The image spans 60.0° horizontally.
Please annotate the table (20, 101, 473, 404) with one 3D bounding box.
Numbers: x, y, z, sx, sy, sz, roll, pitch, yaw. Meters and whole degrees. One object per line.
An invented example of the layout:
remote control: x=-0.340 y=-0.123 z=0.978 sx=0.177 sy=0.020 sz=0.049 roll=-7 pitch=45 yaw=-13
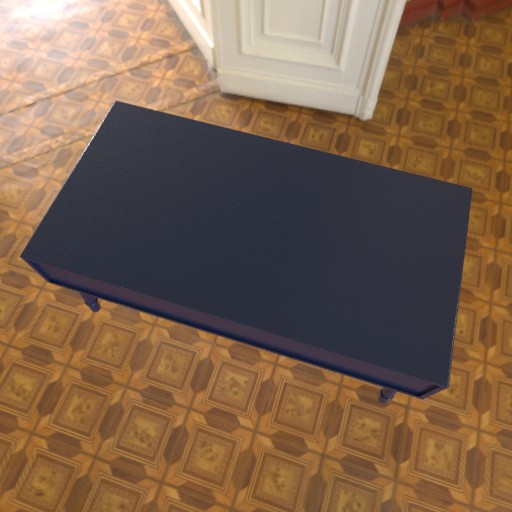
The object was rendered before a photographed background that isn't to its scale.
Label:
table: x=0.000 y=0.000 z=1.362 sx=1.067 sy=0.457 sz=0.572 roll=16 pitch=65 yaw=8
